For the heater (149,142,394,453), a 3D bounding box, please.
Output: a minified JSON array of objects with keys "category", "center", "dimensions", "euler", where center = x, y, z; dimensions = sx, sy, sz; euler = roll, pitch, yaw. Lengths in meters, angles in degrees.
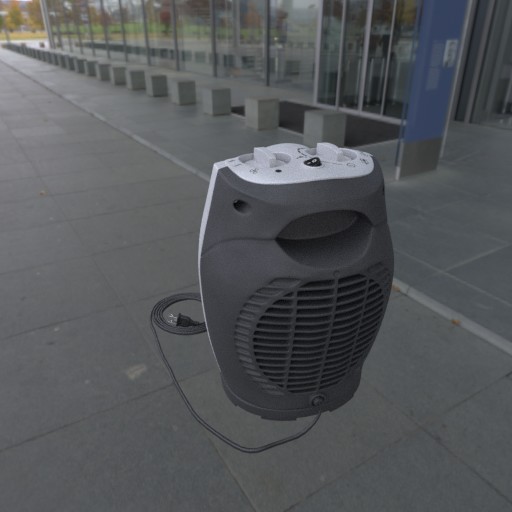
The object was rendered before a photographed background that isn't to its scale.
[{"category":"heater","center":[0.000,0.000,0.482],"dimensions":[0.239,0.255,0.291],"euler":[-8,28,-15]}]
